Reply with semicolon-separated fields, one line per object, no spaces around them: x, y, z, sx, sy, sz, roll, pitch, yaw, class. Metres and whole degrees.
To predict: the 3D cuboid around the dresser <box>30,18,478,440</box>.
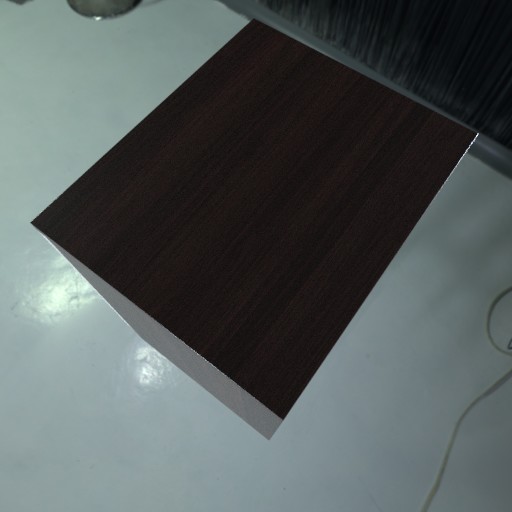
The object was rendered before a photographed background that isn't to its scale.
0.000;0.000;0.718;0.360;0.470;0.400;34;70;14;dresser
